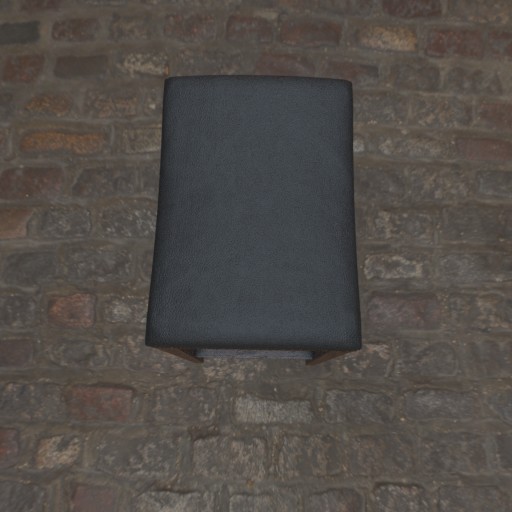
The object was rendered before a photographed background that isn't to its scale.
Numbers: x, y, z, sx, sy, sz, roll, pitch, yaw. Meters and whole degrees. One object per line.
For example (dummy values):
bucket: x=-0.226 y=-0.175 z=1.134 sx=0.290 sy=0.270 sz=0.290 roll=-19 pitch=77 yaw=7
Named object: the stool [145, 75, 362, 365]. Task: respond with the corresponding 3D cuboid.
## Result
stool: x=0.000 y=0.000 z=1.042 sx=0.361 sy=0.765 sz=0.500 roll=1 pitch=77 yaw=0
